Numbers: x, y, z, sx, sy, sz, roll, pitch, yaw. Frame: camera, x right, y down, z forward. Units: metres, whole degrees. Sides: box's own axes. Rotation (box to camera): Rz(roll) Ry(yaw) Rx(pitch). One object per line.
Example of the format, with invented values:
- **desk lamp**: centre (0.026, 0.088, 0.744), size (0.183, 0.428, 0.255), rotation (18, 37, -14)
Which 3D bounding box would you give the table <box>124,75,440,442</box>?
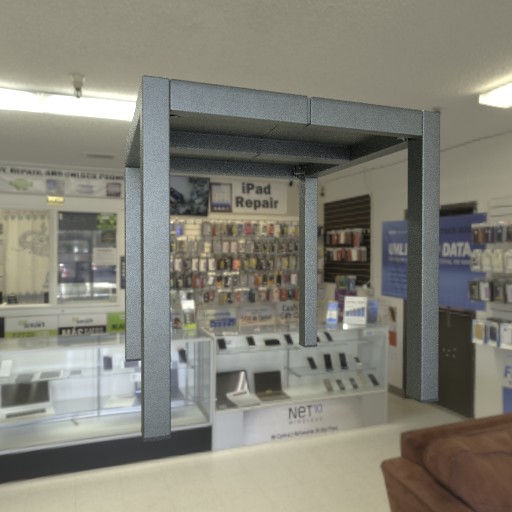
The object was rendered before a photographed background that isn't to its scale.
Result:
- **table**: centre (0.000, 0.000, 0.934), size (0.508, 0.508, 0.508), rotation (0, 1, -19)
